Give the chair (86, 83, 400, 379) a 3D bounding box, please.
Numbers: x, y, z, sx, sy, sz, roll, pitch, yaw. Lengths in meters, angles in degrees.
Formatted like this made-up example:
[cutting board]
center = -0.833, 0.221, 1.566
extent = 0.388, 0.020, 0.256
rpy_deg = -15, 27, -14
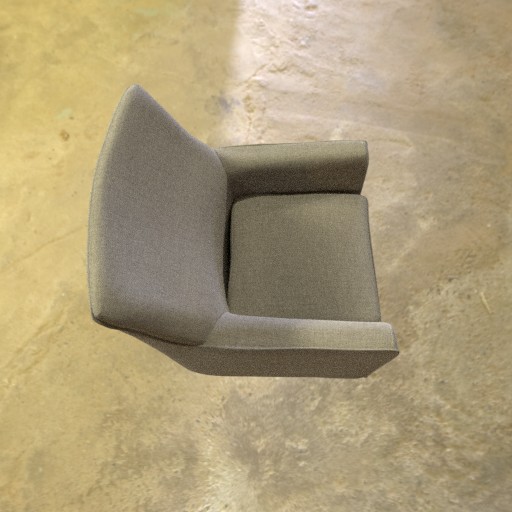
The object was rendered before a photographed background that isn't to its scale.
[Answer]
[chair]
center = 0.000, 0.000, 1.799
extent = 0.993, 1.047, 0.887
rpy_deg = -1, 64, 0
